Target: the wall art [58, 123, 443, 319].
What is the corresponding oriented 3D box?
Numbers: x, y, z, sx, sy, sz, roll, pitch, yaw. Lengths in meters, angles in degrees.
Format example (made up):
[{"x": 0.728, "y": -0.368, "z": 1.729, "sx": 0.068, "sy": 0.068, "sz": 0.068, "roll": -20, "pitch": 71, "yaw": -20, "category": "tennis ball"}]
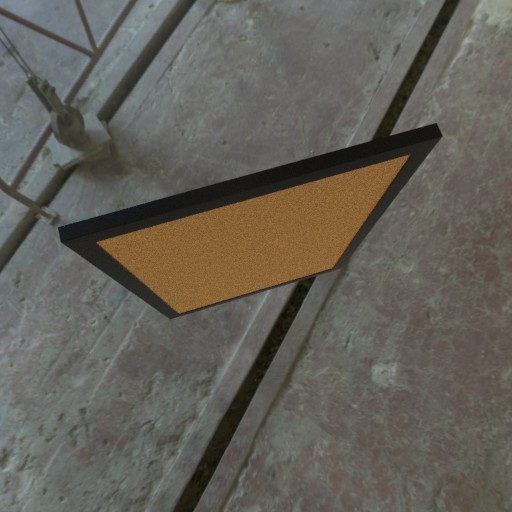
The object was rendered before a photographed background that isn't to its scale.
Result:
[{"x": 0.000, "y": 0.000, "z": 0.831, "sx": 0.462, "sy": 0.656, "sz": 0.019, "roll": -16, "pitch": 75, "yaw": -4, "category": "wall art"}]
